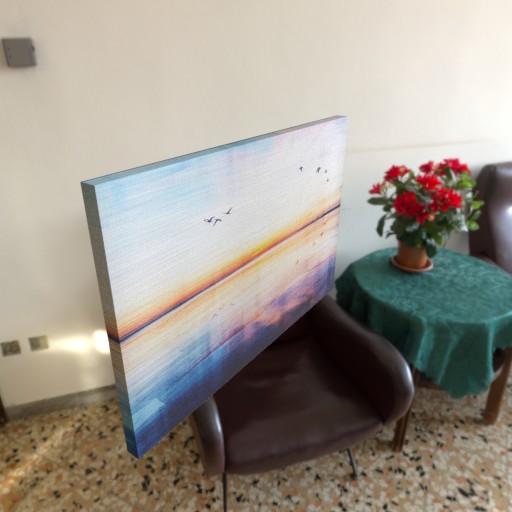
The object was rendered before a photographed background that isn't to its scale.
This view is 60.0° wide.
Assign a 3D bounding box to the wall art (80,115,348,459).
[{"bbox_3d":[0.000,0.000,1.162,0.037,0.605,0.911,17,30,32],"label":"wall art"}]
